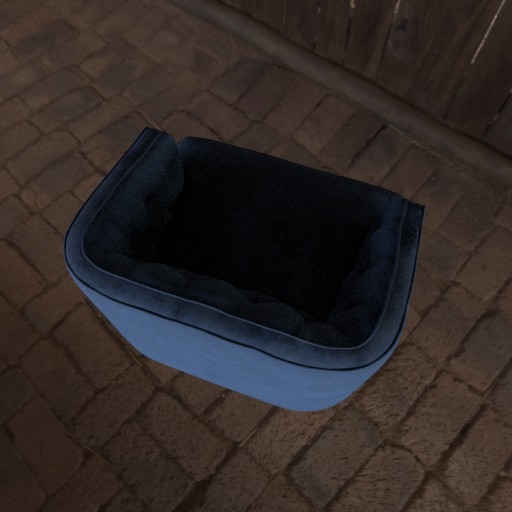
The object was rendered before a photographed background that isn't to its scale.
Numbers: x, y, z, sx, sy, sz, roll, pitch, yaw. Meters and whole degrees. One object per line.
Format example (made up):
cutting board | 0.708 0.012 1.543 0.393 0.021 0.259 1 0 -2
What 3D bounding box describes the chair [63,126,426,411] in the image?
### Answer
chair | 0.000 0.000 1.736 1.094 0.852 0.940 18 65 9
